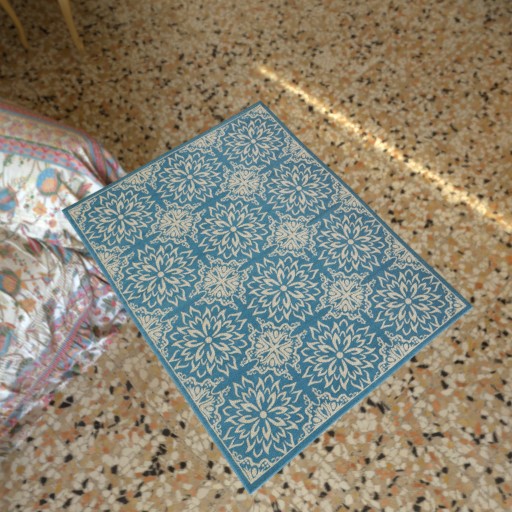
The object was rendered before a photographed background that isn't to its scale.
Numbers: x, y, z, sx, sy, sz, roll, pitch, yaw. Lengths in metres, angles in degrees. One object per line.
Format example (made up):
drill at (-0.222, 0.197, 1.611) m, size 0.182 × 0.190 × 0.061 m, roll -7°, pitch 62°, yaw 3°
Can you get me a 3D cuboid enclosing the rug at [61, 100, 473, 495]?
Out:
rug at (0.000, 0.000, 3.940) m, size 2.350 × 0.018 × 2.964 m, roll -34°, pitch 68°, yaw -16°
